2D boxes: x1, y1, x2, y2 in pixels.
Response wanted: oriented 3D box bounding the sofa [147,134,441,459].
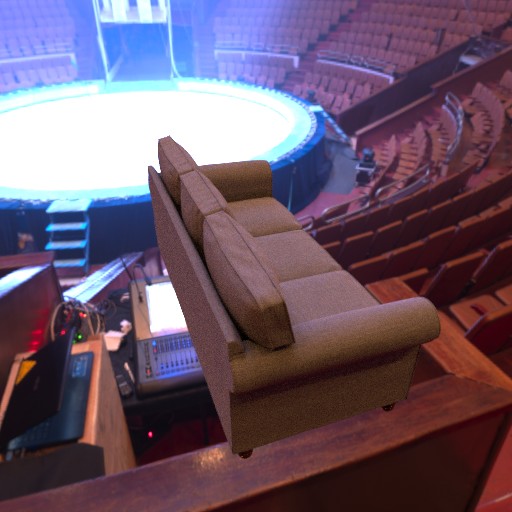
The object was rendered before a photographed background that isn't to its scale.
[{"bbox_3d":[0.000,0.000,2.588,0.916,0.961,2.084,-11,33,-17],"label":"sofa"}]
